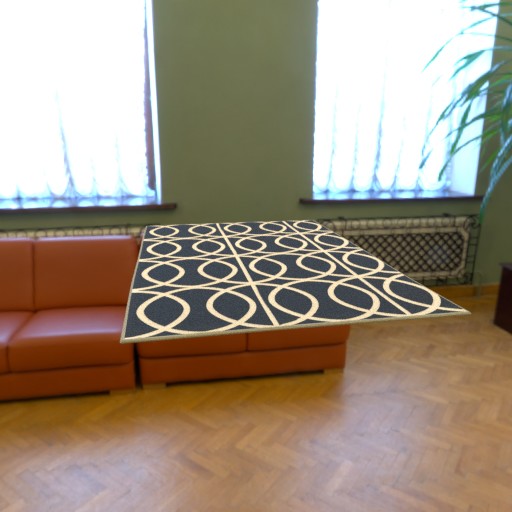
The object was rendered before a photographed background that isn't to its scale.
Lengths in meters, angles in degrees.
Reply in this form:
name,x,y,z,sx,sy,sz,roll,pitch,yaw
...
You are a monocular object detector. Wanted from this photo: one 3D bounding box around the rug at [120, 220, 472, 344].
name,x,y,z,sx,sy,sz,roll,pitch,yaw
rug,0.000,0.000,2.925,1.528,0.014,2.294,-3,16,-11
